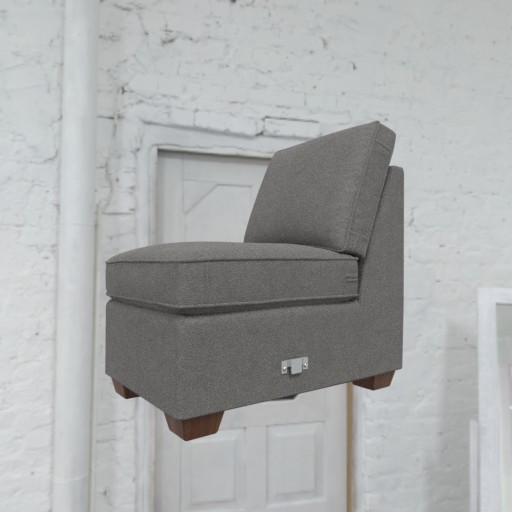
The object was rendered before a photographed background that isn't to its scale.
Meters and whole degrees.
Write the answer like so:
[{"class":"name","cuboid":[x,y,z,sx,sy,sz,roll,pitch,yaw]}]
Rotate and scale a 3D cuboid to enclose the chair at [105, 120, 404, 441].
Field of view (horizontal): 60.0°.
[{"class":"chair","cuboid":[0.000,0.000,1.608,0.938,0.970,0.621,0,0,-36]}]
